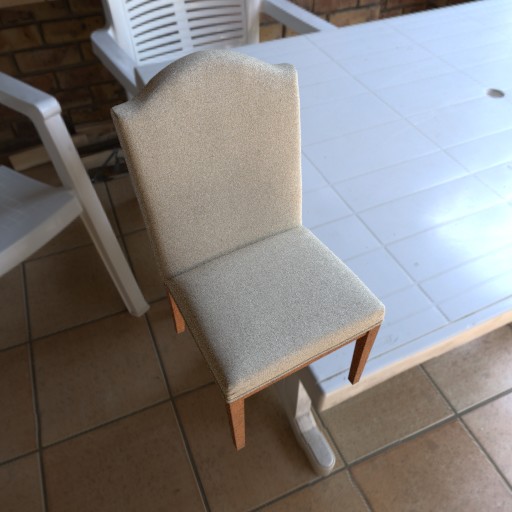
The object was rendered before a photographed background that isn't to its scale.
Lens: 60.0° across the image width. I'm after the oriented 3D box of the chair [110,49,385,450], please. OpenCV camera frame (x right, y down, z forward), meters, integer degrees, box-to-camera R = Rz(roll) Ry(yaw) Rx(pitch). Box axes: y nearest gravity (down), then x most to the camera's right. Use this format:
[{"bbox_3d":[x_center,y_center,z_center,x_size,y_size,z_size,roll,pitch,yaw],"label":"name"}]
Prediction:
[{"bbox_3d":[0.000,0.000,1.348,0.534,1.012,0.648,-22,52,-19],"label":"chair"}]
